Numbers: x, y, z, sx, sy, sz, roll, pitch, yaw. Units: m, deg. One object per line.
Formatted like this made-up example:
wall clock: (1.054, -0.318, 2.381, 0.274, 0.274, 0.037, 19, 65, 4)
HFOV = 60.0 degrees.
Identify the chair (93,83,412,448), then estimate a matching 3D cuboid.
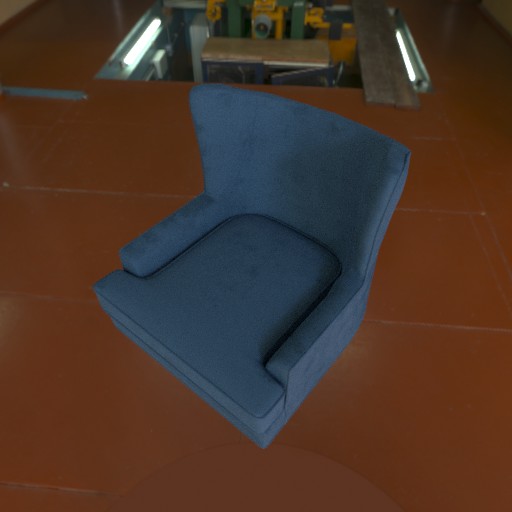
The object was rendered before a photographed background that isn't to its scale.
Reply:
chair: (0.000, 0.000, 1.602, 0.793, 0.952, 0.910, 30, 53, 26)
